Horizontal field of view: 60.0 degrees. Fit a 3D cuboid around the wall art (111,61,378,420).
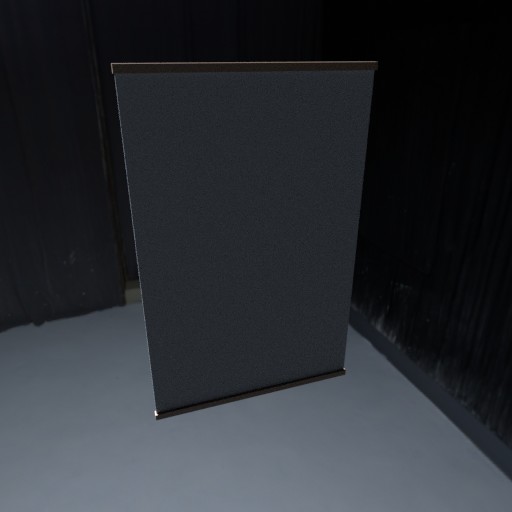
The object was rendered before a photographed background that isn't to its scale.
[{"bbox_3d":[0.000,0.000,1.899,0.990,1.519,0.030,-8,26,-17],"label":"wall art"}]
